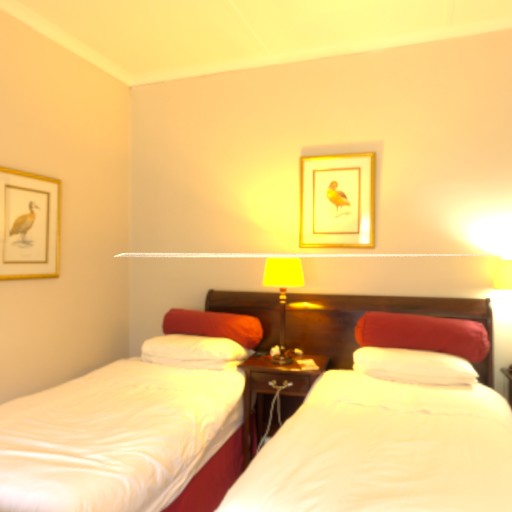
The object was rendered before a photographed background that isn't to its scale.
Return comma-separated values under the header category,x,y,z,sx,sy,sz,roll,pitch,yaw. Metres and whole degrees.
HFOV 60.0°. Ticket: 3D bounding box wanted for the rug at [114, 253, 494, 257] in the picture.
category,x,y,z,sx,sy,sz,roll,pitch,yaw
rug,0.000,0.000,4.092,2.453,0.010,3.037,0,0,-19
